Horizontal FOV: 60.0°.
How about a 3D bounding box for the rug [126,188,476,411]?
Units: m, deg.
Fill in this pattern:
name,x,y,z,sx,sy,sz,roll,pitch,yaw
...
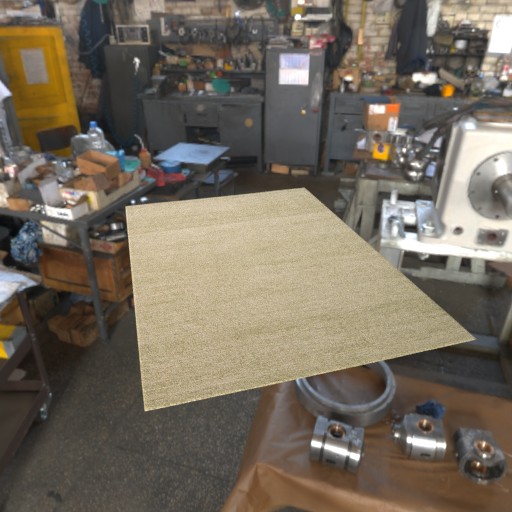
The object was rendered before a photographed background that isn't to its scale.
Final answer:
name,x,y,z,sx,sy,sz,roll,pitch,yaw
rug,0.000,0.000,5.105,2.782,0.025,3.935,-8,30,-14
